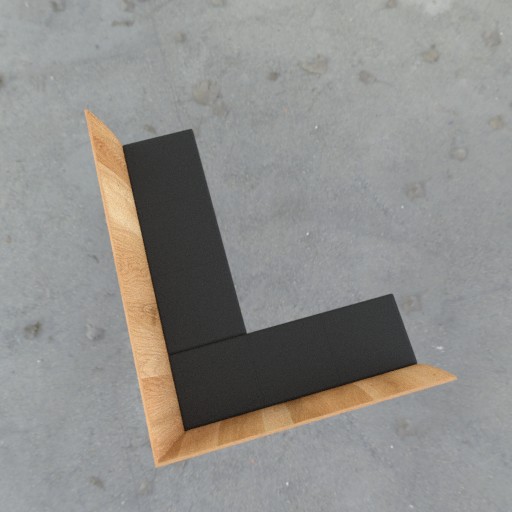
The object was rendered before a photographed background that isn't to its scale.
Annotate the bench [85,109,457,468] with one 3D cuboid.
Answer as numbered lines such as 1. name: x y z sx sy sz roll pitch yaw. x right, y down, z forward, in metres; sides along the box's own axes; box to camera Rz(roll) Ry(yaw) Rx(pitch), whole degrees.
1. bench: 0.000 0.000 2.787 1.495 0.930 1.945 -15 76 -4
